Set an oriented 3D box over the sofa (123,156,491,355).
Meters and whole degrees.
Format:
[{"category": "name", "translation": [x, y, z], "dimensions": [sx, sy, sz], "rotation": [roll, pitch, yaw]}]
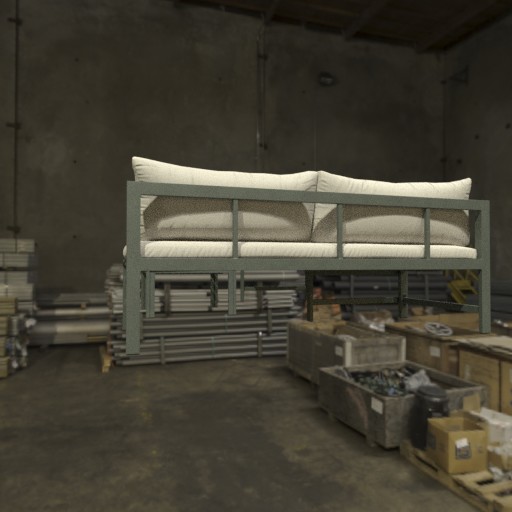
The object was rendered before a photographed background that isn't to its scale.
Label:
[{"category": "sofa", "translation": [0.000, 0.000, 2.846], "dimensions": [1.658, 0.758, 2.096], "rotation": [0, -1, -18]}]
